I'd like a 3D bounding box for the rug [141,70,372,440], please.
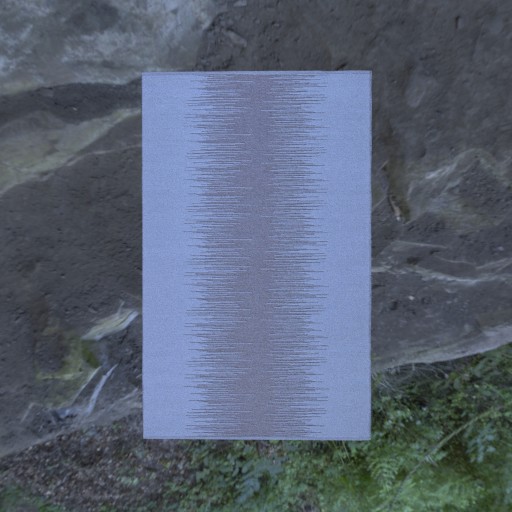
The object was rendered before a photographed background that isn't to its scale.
[{"bbox_3d":[0.000,0.000,2.935,1.522,0.012,2.440,0,91,1],"label":"rug"}]
